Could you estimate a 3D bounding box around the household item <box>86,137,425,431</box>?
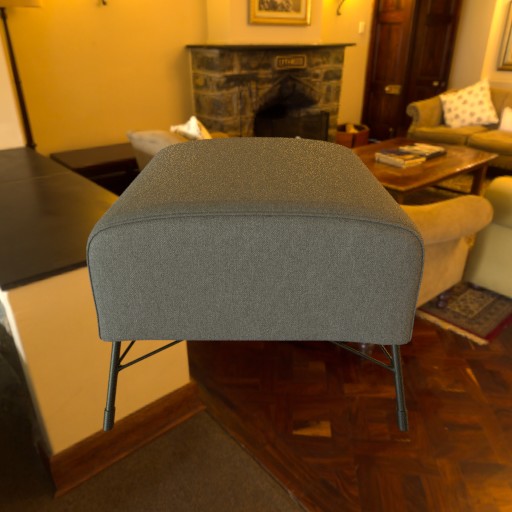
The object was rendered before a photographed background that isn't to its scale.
[{"bbox_3d":[0.000,0.000,0.908,0.530,0.410,0.530,0,26,0],"label":"household item"}]
